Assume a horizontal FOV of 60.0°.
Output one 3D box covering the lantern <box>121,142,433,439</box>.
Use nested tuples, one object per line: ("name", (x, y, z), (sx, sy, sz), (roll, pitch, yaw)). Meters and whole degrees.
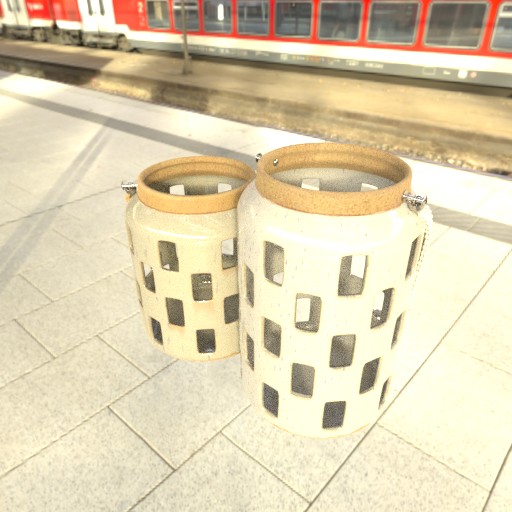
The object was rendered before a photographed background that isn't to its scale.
("lantern", (0.000, 0.000, 0.492), (0.347, 0.255, 0.184), (23, 38, 33))
